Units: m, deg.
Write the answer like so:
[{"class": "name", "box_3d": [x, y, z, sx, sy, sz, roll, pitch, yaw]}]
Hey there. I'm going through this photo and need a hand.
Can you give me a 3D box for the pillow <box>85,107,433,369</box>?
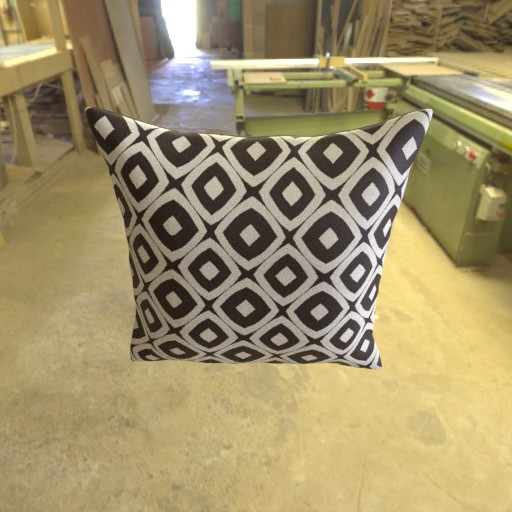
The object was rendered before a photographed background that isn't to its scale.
[{"class": "pillow", "box_3d": [0.000, 0.000, 0.762, 0.504, 0.494, 0.188, 1, 30, 2]}]
